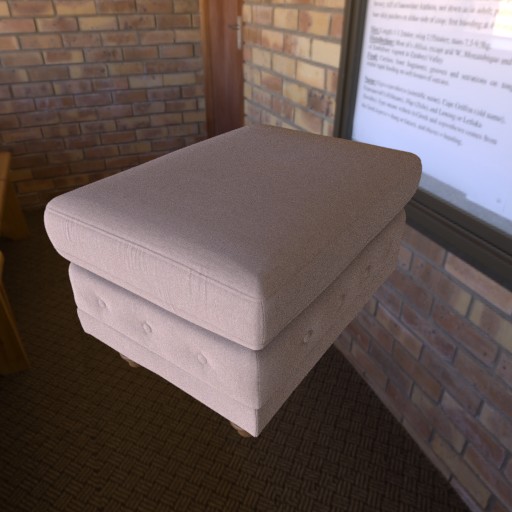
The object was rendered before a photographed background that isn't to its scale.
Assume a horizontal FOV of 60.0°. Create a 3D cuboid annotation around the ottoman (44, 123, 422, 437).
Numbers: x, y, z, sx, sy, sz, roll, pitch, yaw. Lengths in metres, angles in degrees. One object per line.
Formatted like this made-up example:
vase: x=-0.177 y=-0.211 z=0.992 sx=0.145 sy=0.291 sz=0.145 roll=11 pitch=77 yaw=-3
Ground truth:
ottoman: x=0.000 y=0.000 z=1.136 sx=0.569 sy=0.500 sz=0.771 roll=20 pitch=37 yaw=30
